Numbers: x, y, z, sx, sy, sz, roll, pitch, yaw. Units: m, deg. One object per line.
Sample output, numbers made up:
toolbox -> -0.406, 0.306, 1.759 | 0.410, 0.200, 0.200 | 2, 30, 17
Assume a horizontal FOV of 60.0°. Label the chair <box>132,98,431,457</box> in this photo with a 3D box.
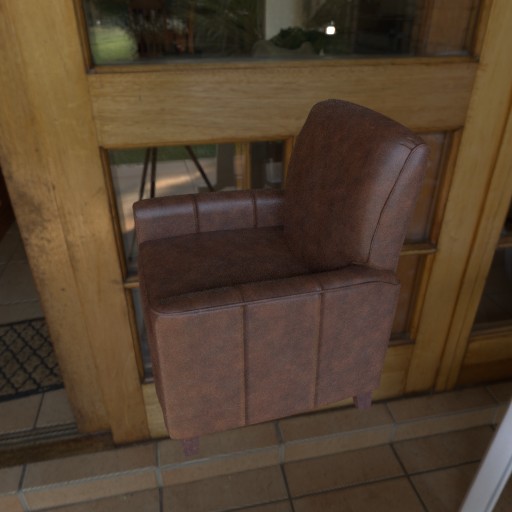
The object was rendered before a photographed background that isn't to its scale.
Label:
chair -> 0.000, 0.000, 1.622 | 0.850, 1.010, 0.839 | -9, 31, -15
